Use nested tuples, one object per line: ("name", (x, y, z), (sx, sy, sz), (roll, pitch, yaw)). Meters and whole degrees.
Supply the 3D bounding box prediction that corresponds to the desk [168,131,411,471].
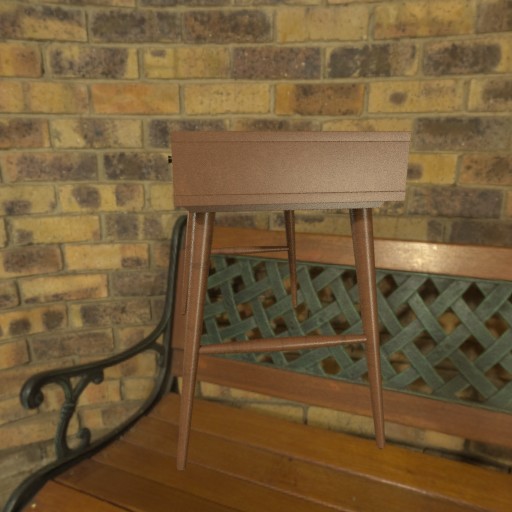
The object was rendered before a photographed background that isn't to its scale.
("desk", (0.000, 0.000, 1.397), (0.510, 0.758, 0.949), (-2, 16, -8))
